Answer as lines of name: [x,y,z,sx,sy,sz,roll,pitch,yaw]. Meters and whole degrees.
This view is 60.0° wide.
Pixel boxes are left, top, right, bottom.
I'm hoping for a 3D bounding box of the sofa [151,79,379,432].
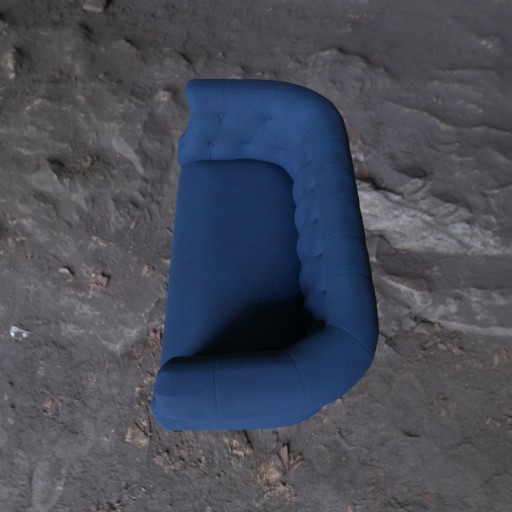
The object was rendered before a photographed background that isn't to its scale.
sofa: [0.000,0.000,2.032,0.835,0.827,1.558,-1,59,0]
